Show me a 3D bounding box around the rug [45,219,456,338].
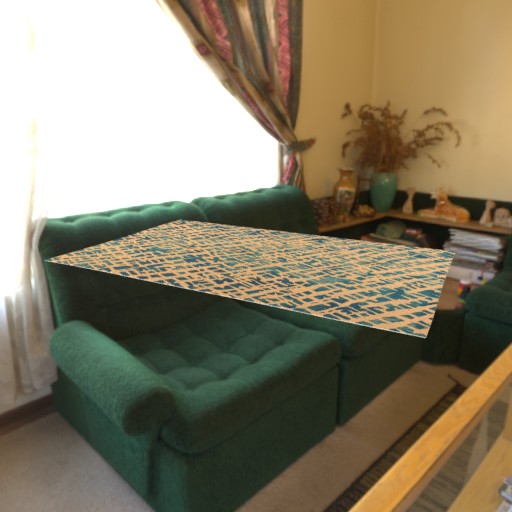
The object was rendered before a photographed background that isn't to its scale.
[{"bbox_3d":[0.000,0.000,3.090,2.447,0.011,1.520,8,18,27],"label":"rug"}]
